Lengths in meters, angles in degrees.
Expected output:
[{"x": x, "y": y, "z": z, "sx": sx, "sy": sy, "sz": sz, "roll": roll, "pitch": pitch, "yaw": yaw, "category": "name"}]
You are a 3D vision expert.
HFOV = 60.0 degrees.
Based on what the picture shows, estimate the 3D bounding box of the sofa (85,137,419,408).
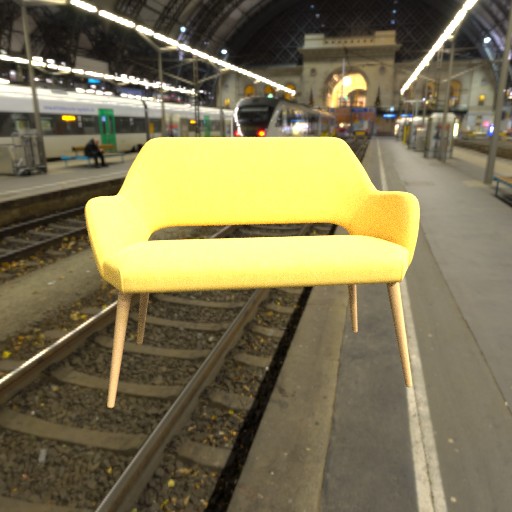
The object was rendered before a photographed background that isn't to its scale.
[{"x": 0.000, "y": 0.000, "z": 1.647, "sx": 1.150, "sy": 0.840, "sz": 0.610, "roll": -2, "pitch": 16, "yaw": -6, "category": "sofa"}]
